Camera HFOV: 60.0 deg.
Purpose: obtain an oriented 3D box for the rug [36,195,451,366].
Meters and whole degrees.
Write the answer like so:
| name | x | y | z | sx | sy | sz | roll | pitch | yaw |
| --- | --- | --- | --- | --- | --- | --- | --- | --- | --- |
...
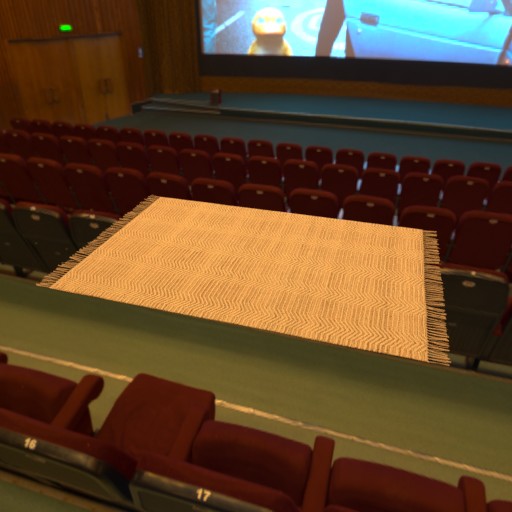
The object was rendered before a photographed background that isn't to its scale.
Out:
| name | x | y | z | sx | sy | sz | roll | pitch | yaw |
| --- | --- | --- | --- | --- | --- | --- | --- | --- | --- |
| rug | 0.000 | 0.000 | 2.529 | 2.021 | 0.027 | 1.224 | 9 | 32 | 14 |
